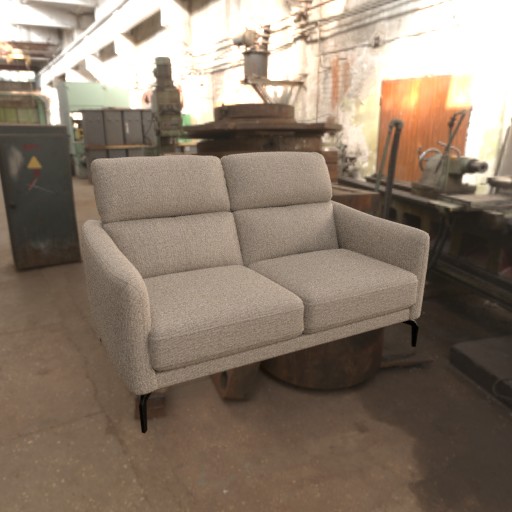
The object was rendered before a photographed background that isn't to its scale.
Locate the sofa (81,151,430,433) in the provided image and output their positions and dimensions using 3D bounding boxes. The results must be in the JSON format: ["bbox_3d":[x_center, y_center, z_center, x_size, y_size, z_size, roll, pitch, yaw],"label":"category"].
[{"bbox_3d":[0.000,0.000,2.179,1.540,0.950,0.905,-9,18,-27],"label":"sofa"}]
